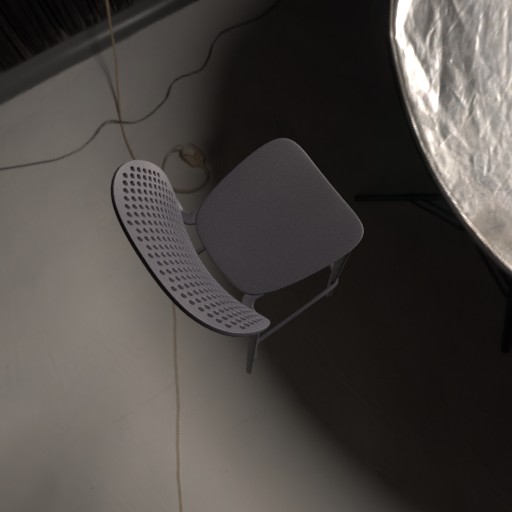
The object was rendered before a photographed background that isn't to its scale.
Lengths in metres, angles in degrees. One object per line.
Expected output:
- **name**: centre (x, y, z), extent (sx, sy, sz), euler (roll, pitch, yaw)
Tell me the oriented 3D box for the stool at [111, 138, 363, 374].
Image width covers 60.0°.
- **stool**: centre (0.000, 0.000, 1.377), extent (0.535, 1.045, 0.536), euler (-34, 77, -9)
